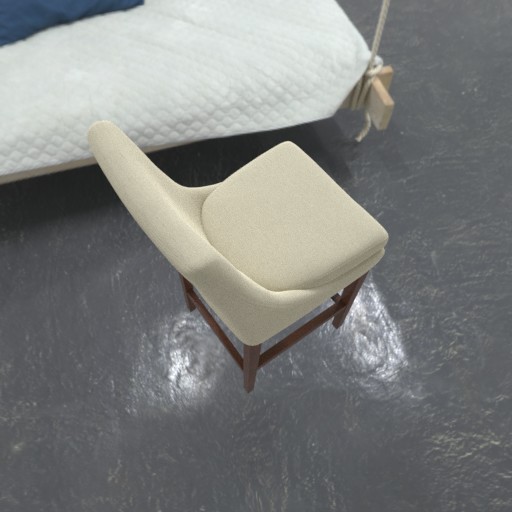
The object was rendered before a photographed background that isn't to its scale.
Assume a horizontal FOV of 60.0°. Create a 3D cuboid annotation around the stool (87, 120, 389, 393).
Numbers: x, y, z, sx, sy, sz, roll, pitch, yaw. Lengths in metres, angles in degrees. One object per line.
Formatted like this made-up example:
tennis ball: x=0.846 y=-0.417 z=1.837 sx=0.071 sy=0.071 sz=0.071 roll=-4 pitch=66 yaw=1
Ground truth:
stool: x=0.000 y=0.000 z=1.282 sx=0.577 sy=0.981 sz=0.470 roll=-32 pitch=64 yaw=-17
